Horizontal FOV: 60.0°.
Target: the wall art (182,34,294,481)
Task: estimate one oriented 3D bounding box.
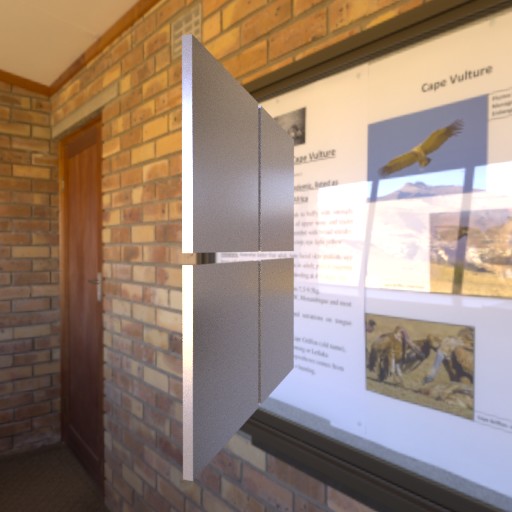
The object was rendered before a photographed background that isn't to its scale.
[{"bbox_3d":[0.000,0.000,1.645,0.029,1.118,1.118,0,1,18],"label":"wall art"}]
